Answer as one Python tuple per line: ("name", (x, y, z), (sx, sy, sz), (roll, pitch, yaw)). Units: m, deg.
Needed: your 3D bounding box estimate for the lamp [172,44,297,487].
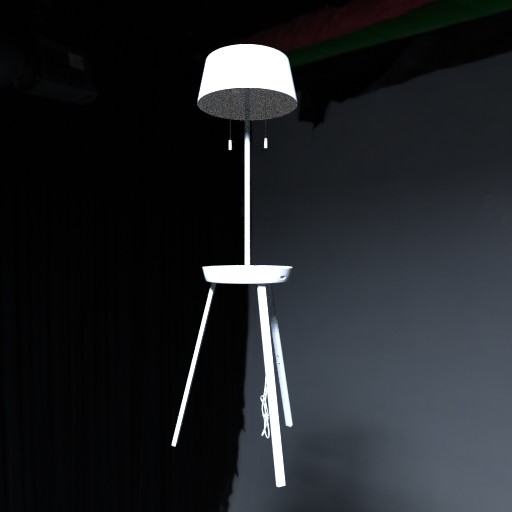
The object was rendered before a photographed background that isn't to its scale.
("lamp", (0.000, 0.000, 1.672), (0.508, 1.429, 0.468), (1, 1, 37))
